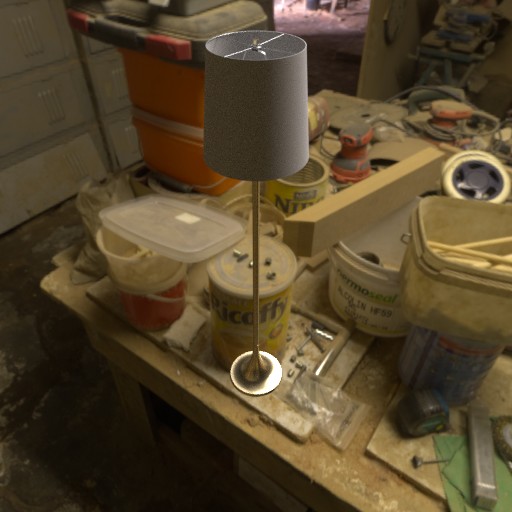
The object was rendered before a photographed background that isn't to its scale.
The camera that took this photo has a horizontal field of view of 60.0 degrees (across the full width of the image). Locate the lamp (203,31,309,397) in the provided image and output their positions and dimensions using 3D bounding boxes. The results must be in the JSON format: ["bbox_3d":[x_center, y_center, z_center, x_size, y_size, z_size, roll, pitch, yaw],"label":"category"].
[{"bbox_3d":[0.000,0.000,1.701,0.337,1.543,0.337,0,41,0],"label":"lamp"}]
